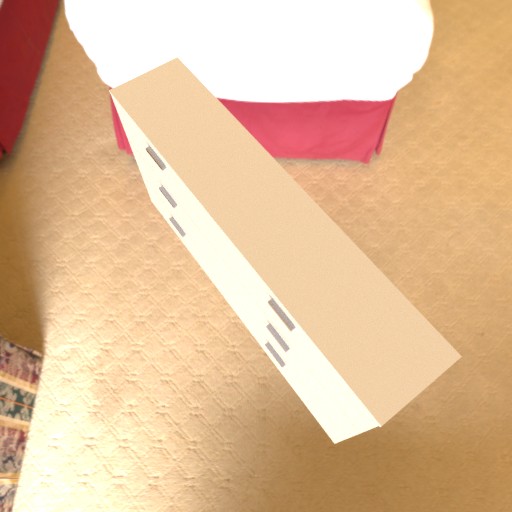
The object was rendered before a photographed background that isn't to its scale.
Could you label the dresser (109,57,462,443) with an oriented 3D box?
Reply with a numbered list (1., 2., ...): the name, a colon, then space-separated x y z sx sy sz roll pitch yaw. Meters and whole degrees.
1. dresser: 0.000 0.000 1.855 0.333 0.790 1.535 -34 68 -15
